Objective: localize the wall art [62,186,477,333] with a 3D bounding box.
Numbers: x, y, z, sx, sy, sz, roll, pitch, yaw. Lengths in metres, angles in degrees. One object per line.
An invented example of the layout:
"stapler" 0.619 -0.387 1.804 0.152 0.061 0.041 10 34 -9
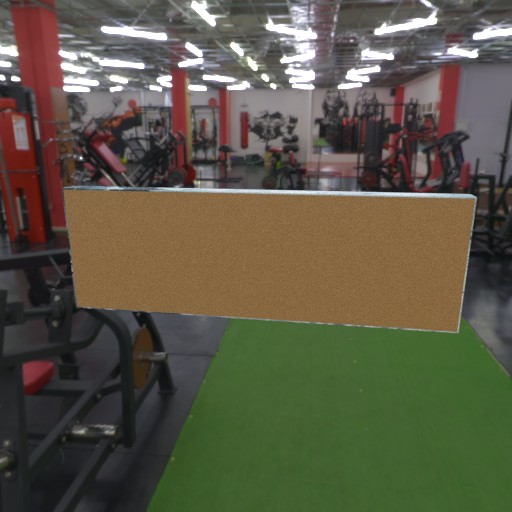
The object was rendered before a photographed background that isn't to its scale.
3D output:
"wall art" 0.000 0.000 0.855 0.759 0.251 0.037 3 16 9
